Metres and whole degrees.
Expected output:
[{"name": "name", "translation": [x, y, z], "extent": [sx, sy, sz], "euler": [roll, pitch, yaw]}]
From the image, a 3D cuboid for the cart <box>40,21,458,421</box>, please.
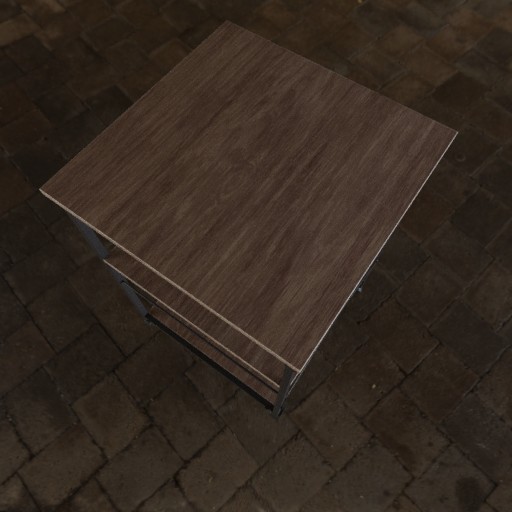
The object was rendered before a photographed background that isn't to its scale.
[{"name": "cart", "translation": [0.000, 0.000, 1.110], "extent": [0.520, 0.762, 0.521], "euler": [33, 68, 15]}]
